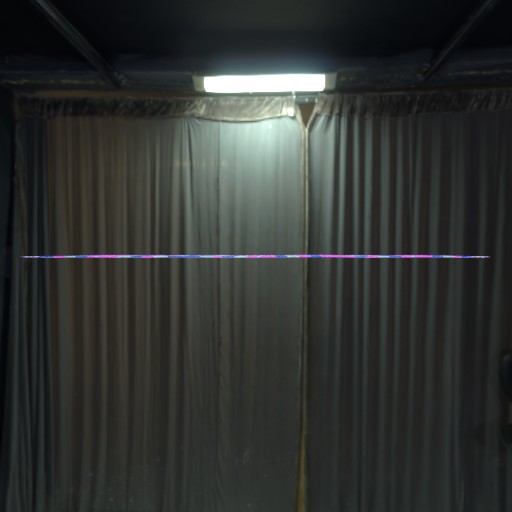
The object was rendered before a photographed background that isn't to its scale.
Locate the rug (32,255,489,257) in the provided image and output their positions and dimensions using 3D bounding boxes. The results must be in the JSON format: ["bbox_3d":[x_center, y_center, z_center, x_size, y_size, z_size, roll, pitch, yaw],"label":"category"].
[{"bbox_3d":[0.000,0.000,2.956,2.350,0.013,1.539,0,0,1],"label":"rug"}]
